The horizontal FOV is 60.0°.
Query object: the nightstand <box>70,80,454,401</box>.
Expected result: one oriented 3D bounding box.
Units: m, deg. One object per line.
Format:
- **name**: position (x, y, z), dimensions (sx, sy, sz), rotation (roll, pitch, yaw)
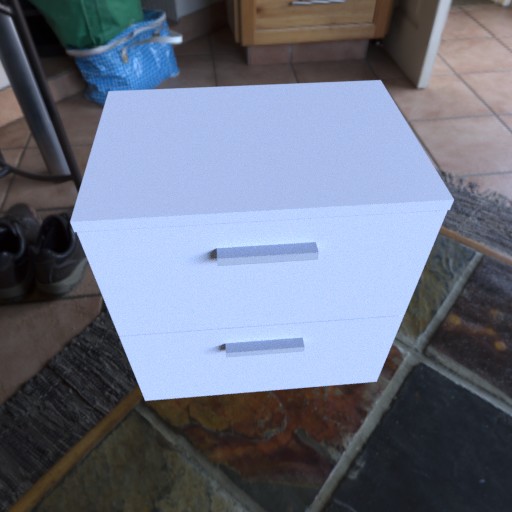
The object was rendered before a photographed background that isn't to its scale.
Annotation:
- **nightstand**: position (0.000, 0.000, 0.774), dimensions (0.441, 0.460, 0.325), rotation (-4, 47, -3)
